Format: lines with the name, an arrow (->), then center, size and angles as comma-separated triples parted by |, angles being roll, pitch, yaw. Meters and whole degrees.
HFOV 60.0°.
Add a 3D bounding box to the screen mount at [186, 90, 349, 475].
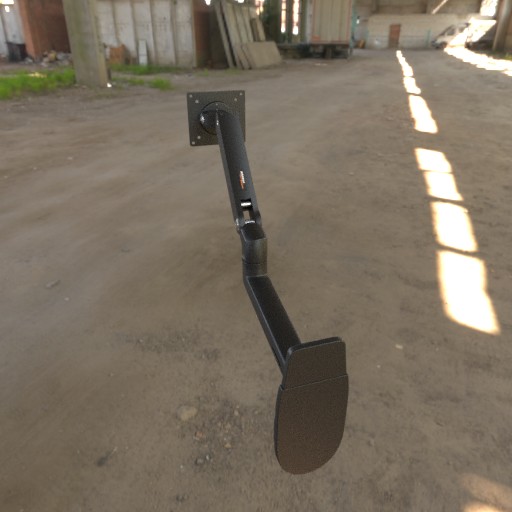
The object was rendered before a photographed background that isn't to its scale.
screen mount -> 0.000, 0.000, 0.746 | 0.115, 0.466, 0.495 | -8, 29, -16
